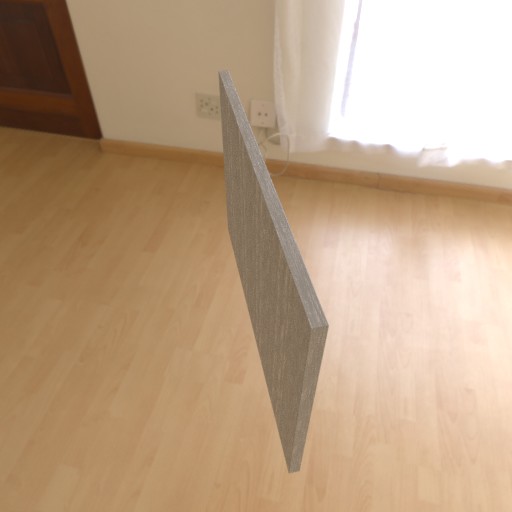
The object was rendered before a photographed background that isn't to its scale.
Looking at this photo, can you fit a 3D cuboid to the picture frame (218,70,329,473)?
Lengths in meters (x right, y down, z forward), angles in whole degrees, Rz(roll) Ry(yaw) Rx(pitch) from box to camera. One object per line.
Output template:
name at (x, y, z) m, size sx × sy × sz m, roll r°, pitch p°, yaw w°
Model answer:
picture frame at (0.000, 0.000, 1.235) m, size 0.029 × 0.640 × 0.950 m, roll -9°, pitch 46°, yaw -8°
